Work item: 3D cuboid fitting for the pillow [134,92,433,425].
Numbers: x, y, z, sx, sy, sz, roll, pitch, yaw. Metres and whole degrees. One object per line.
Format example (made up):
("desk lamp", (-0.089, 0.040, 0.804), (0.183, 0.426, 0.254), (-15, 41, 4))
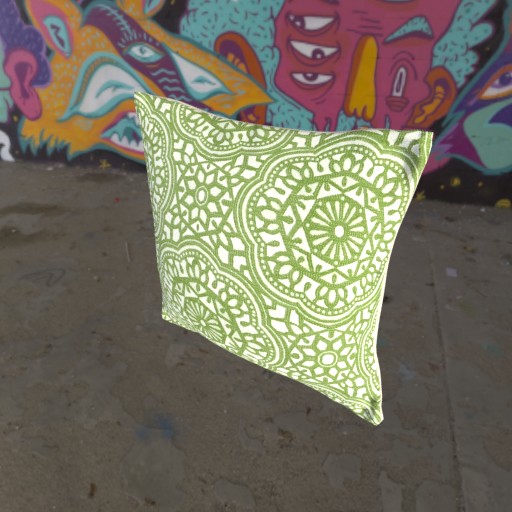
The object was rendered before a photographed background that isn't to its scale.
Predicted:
("pillow", (0.000, 0.000, 0.645), (0.440, 0.419, 0.162), (19, 34, 30))
